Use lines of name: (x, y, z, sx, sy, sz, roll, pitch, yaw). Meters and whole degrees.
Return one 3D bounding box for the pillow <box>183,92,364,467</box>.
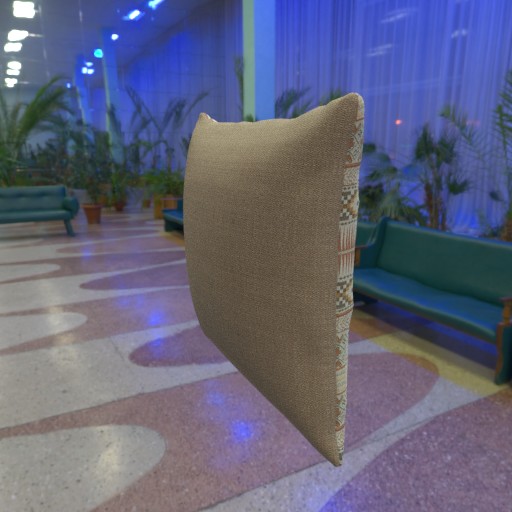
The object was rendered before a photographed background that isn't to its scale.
pillow: (0.000, 0.000, 0.797, 0.215, 0.519, 0.521, -7, 16, -26)
